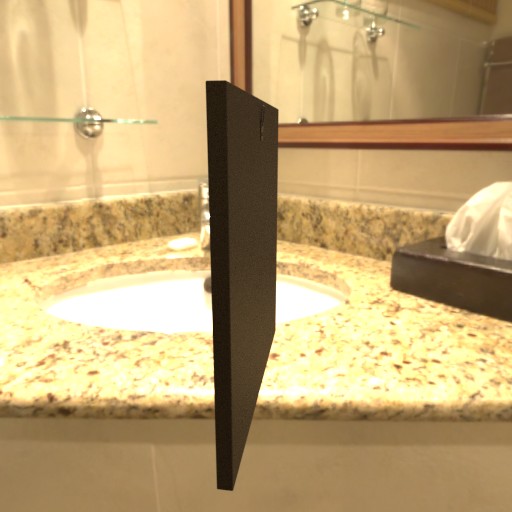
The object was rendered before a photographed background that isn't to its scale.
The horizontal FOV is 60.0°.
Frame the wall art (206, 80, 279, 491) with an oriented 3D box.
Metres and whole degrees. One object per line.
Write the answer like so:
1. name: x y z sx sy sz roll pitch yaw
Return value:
1. wall art: 0.000 0.000 1.210 0.043 0.807 0.805 2 15 9
